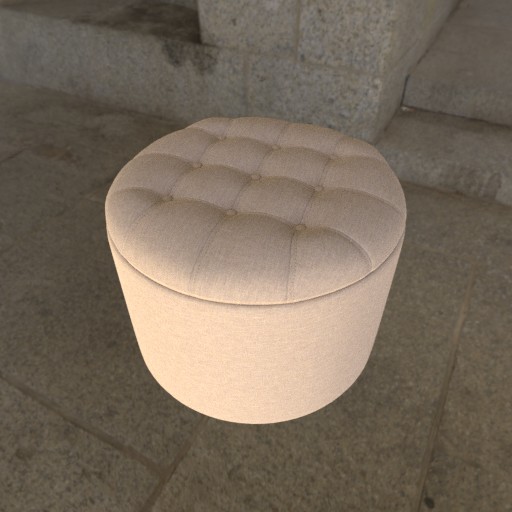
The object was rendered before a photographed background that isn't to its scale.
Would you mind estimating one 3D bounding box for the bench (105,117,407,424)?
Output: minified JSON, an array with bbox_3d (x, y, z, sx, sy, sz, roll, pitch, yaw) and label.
[{"bbox_3d":[0.000,0.000,1.011,0.600,0.454,0.600,0,42,0],"label":"bench"}]
